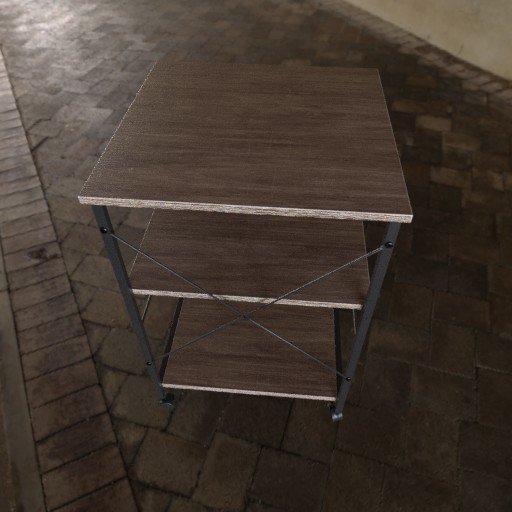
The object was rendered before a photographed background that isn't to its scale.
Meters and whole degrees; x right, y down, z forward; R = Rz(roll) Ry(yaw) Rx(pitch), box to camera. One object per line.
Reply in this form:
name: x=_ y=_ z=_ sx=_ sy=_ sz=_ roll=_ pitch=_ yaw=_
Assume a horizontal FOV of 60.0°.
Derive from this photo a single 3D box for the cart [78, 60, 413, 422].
cart: x=0.000 y=0.000 z=1.138 sx=0.521 sy=0.762 sz=0.520 roll=4 pitch=46 yaw=3
